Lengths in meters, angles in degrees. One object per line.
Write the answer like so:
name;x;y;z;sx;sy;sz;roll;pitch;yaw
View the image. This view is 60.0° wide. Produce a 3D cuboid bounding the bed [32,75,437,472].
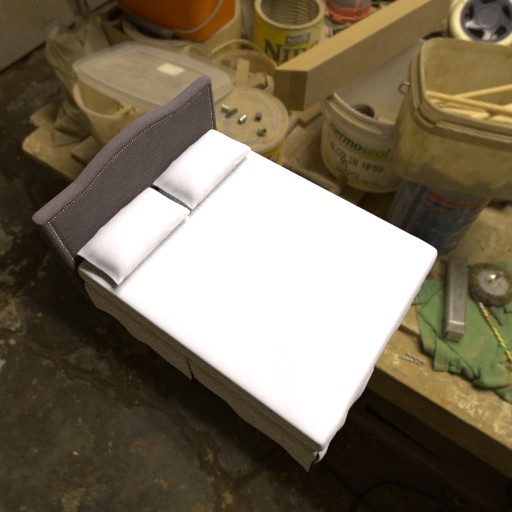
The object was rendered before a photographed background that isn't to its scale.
bed;0.000;0.000;3.848;2.689;1.457;2.161;31;64;17
